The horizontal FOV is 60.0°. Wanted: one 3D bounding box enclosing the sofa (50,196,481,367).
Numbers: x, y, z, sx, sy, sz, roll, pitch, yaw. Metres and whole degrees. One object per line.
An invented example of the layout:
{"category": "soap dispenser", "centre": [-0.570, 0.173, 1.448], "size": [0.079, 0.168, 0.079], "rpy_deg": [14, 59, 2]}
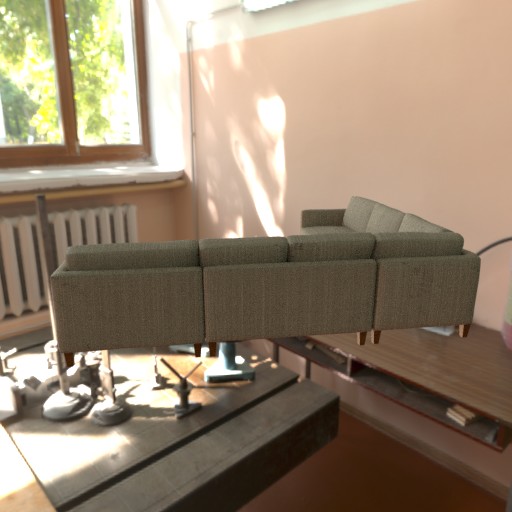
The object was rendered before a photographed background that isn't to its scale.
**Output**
{"category": "sofa", "centre": [0.000, 0.000, 4.719], "size": [3.460, 0.961, 2.594], "rpy_deg": [-2, 16, -9]}
